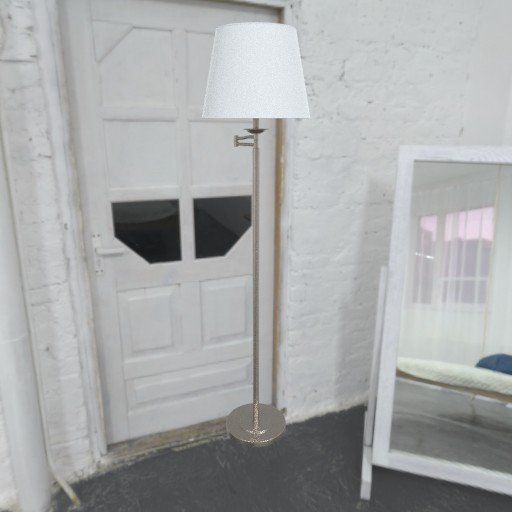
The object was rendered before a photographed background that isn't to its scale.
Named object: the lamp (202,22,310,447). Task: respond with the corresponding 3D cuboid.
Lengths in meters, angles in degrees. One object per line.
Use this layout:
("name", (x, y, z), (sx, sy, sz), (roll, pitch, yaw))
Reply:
("lamp", (0.000, 0.000, 1.603), (0.355, 1.473, 0.355), (0, 18, 0))
